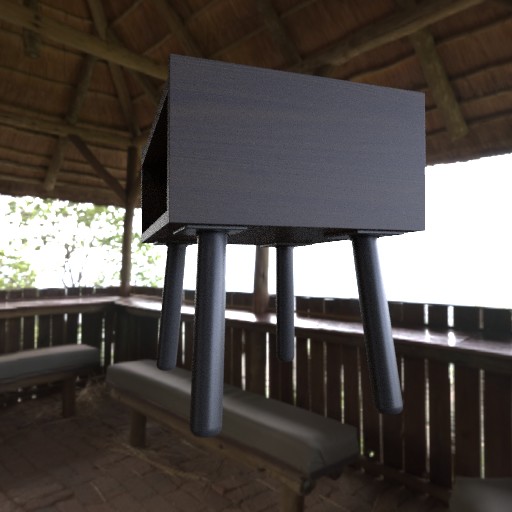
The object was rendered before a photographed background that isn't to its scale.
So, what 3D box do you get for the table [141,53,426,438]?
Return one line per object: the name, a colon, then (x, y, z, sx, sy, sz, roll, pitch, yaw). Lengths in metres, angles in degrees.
table: (0.000, 0.000, 0.797, 0.370, 0.470, 0.450, 1, -2, -19)
